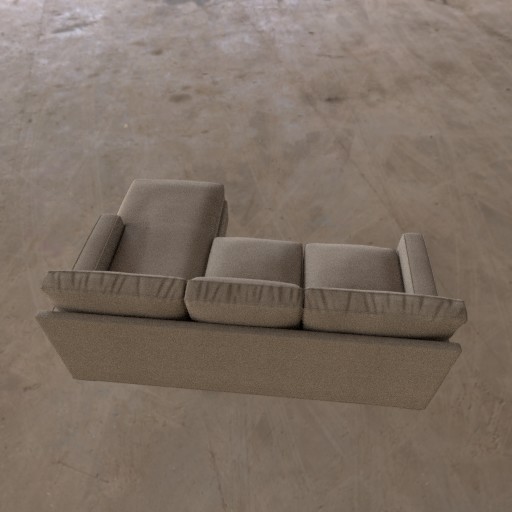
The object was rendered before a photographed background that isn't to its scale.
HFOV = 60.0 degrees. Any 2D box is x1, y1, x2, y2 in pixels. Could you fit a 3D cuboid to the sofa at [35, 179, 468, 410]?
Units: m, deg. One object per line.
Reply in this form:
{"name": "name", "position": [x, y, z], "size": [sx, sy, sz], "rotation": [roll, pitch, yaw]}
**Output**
{"name": "sofa", "position": [0.000, 0.000, 2.813], "size": [2.087, 0.861, 1.496], "rotation": [4, 47, 4]}
